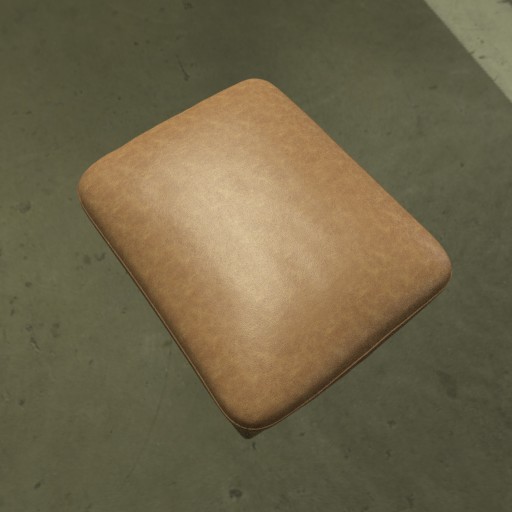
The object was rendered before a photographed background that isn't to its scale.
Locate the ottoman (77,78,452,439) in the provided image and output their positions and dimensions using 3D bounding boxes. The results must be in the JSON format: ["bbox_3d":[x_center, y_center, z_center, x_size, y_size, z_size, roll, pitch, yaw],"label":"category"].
[{"bbox_3d":[0.000,0.000,1.154,0.593,0.478,0.747,-34,69,-16],"label":"ottoman"}]
